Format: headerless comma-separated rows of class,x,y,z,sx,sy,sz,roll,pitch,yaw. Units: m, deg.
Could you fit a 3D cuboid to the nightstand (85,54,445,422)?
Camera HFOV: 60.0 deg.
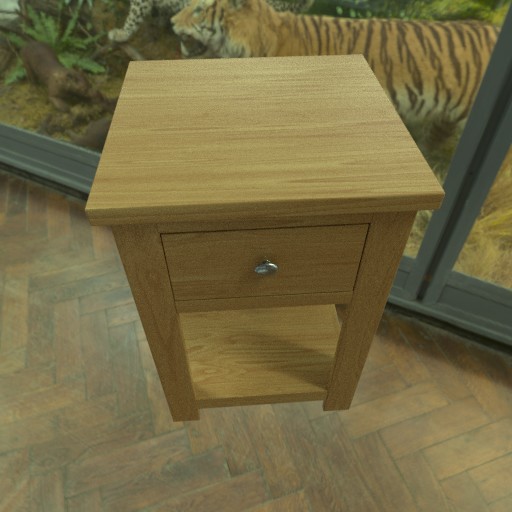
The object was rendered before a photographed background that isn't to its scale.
nightstand,0.000,0.000,0.886,0.428,0.614,0.418,-3,46,-3
